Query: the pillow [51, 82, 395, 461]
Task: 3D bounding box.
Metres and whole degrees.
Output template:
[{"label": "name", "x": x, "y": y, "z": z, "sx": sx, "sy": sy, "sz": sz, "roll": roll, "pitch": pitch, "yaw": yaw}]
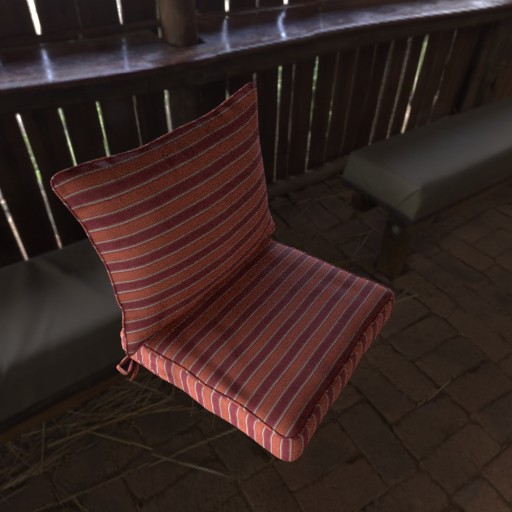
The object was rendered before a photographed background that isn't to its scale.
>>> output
[{"label": "pillow", "x": 0.000, "y": 0.000, "z": 1.336, "sx": 0.733, "sy": 0.723, "sz": 0.799, "roll": 24, "pitch": 46, "yaw": 26}]
